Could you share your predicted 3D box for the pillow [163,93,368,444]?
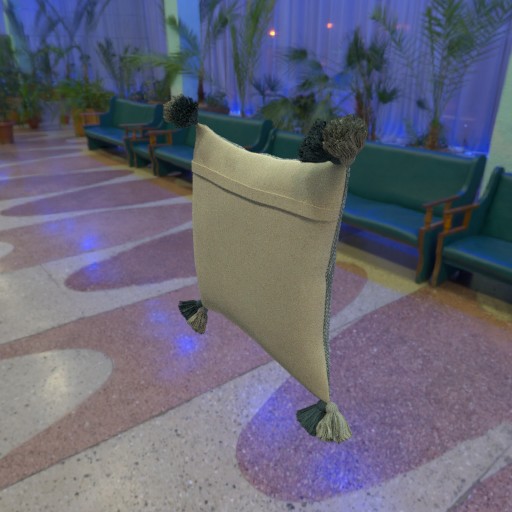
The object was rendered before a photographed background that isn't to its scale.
[{"bbox_3d":[0.000,0.000,0.938,0.138,0.634,0.614,-17,30,-32],"label":"pillow"}]
